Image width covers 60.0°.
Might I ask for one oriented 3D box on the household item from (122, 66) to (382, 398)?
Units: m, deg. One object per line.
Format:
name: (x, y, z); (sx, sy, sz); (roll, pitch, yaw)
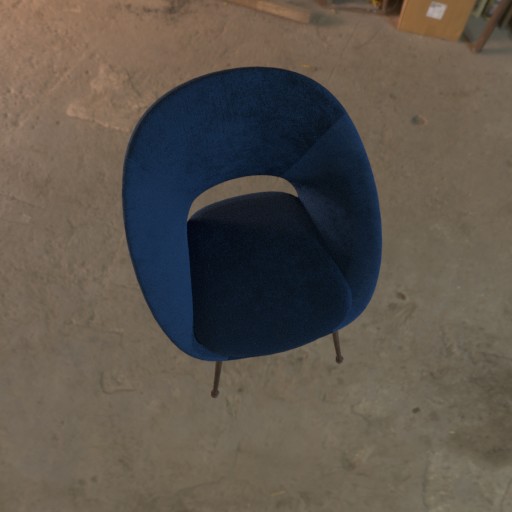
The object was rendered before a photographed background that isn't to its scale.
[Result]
household item: (0.000, 0.000, 1.266); (0.623, 0.852, 0.573); (-14, 65, -7)
